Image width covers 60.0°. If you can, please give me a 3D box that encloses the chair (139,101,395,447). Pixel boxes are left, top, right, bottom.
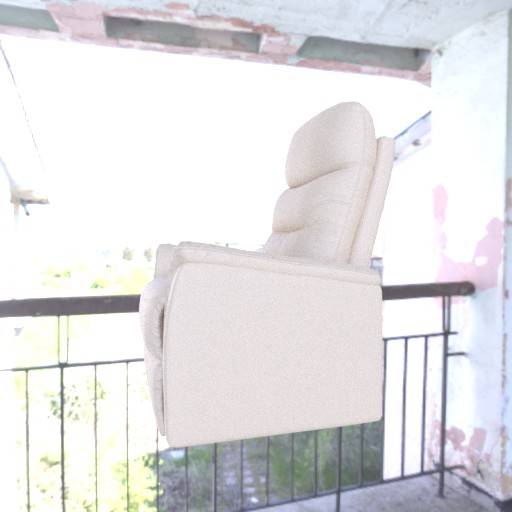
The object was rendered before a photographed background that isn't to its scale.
[{"bbox_3d":[0.000,0.000,1.640,0.831,1.082,0.775,0,1,-17],"label":"chair"}]
